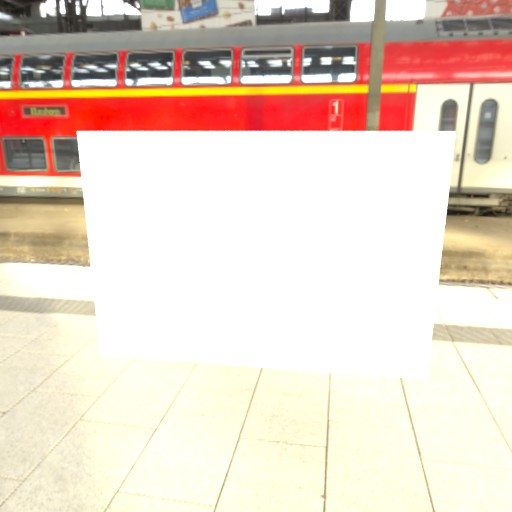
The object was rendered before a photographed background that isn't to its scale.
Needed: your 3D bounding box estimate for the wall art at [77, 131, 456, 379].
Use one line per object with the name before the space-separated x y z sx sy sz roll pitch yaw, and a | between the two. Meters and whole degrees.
wall art | 0.000 0.000 1.664 1.308 0.902 0.051 2 16 8
